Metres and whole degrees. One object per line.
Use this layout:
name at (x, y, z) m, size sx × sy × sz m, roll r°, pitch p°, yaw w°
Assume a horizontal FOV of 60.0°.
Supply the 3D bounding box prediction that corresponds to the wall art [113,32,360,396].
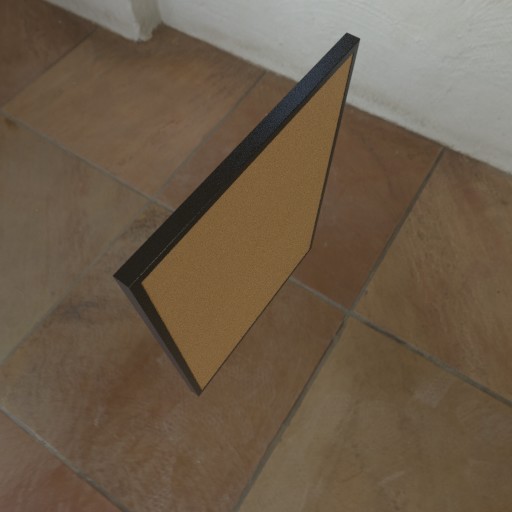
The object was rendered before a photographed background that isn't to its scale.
wall art at (0.000, 0.000, 1.392) m, size 0.039 × 1.061 × 0.804 m, roll 33°, pitch 67°, yaw 16°
